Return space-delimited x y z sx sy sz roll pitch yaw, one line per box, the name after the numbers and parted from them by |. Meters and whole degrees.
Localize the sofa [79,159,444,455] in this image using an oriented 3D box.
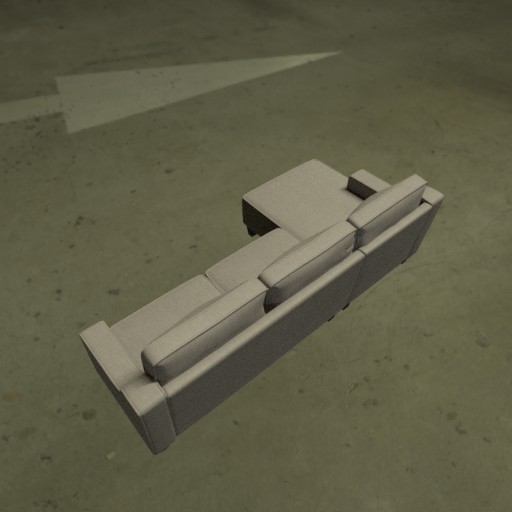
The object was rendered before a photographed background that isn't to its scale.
0.000 0.000 3.201 2.561 0.928 1.294 -32 54 -27 | sofa
